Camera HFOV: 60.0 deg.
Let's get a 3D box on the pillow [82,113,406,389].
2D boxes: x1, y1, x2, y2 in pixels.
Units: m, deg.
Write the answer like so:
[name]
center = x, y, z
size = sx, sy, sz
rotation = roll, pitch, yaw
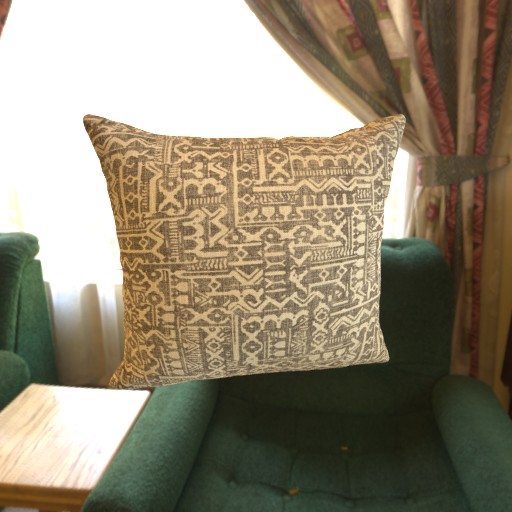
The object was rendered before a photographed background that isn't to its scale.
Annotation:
[pillow]
center = 0.000, 0.000, 0.794
size = 0.546, 0.487, 0.180
rotation = -3, 16, -9
